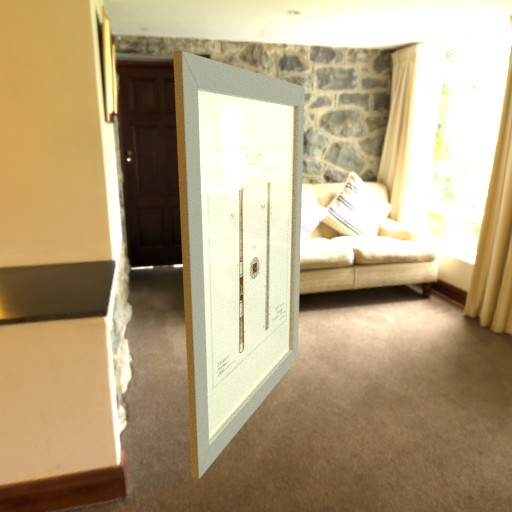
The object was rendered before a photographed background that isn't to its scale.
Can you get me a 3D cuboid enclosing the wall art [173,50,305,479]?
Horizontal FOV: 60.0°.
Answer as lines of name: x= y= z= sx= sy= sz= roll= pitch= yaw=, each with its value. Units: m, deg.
wall art: x=0.000 y=0.000 z=0.689 sx=0.012 sy=0.529 sz=0.374 roll=7 pitch=16 yaw=25
